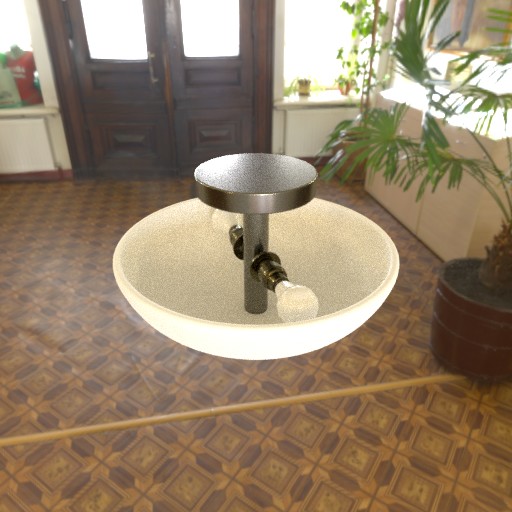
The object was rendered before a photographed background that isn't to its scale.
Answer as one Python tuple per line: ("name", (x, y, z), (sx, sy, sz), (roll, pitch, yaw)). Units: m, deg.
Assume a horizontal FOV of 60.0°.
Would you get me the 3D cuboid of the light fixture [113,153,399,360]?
("light fixture", (0.000, 0.000, 0.537), (0.330, 0.214, 0.330), (0, 30, 0))
